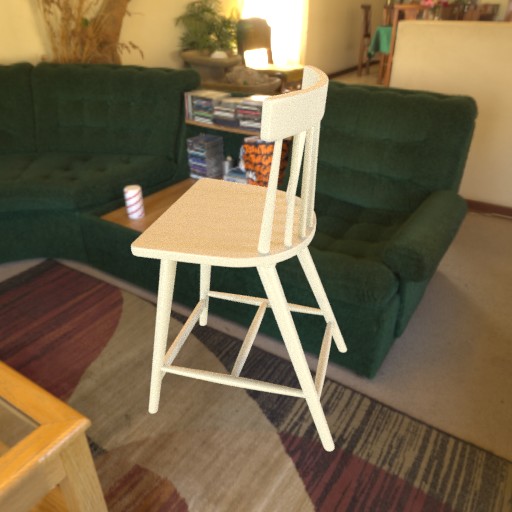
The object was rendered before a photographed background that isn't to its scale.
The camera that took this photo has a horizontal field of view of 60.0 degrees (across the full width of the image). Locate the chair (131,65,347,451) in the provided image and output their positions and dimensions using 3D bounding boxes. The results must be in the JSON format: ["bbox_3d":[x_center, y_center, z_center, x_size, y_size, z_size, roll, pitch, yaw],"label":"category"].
[{"bbox_3d":[0.000,0.000,1.259,0.572,0.952,0.483,8,31,13],"label":"chair"}]
